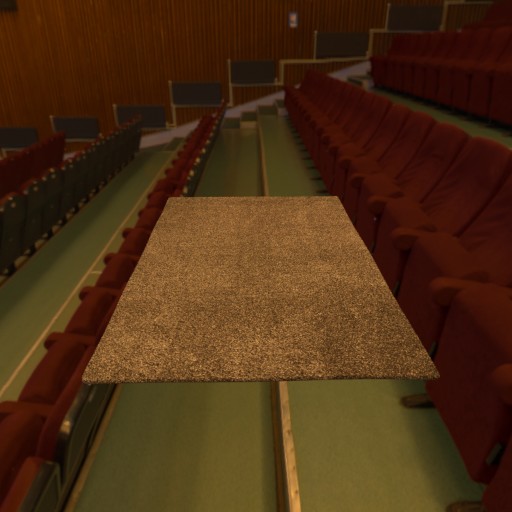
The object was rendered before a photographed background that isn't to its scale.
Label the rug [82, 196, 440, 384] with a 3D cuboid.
[{"bbox_3d":[0.000,0.000,2.901,1.501,0.025,2.352,0,26,-1],"label":"rug"}]
